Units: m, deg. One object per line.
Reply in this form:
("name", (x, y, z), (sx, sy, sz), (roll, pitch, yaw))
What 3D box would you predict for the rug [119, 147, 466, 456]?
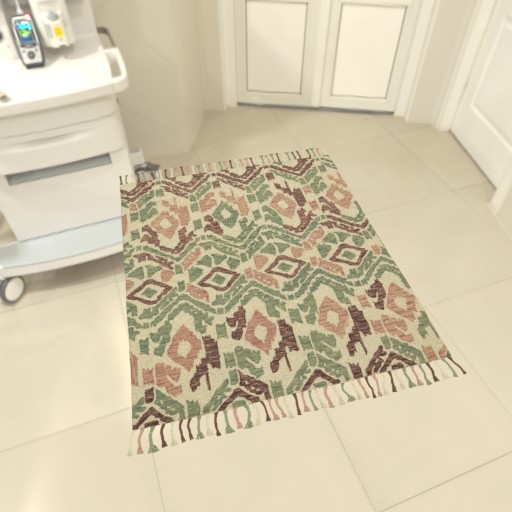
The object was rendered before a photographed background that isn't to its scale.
("rug", (0.000, 0.000, 4.038), (2.438, 0.010, 3.048), (-10, 48, -9))
